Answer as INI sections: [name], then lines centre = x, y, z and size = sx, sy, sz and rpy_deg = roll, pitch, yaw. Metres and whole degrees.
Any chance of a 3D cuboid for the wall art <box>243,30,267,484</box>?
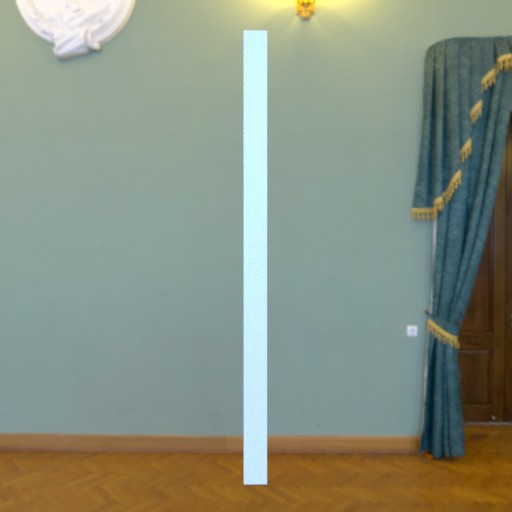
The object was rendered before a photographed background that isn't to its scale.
[wall art]
centre = 0.000, 0.000, 1.122
size = 0.050, 0.762, 0.761
rpy_deg = 0, 1, -1
